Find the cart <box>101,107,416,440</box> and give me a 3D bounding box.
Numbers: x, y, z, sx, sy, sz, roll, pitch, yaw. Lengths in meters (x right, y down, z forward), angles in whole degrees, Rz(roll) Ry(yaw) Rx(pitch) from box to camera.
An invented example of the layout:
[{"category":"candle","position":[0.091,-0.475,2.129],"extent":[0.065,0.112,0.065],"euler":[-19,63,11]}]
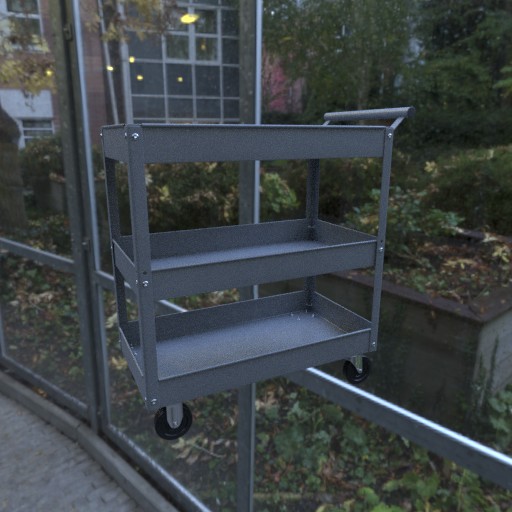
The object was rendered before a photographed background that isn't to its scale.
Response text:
[{"category":"cart","position":[0.000,0.000,1.222],"extent":[0.719,0.780,0.366],"euler":[-7,17,-25]}]
